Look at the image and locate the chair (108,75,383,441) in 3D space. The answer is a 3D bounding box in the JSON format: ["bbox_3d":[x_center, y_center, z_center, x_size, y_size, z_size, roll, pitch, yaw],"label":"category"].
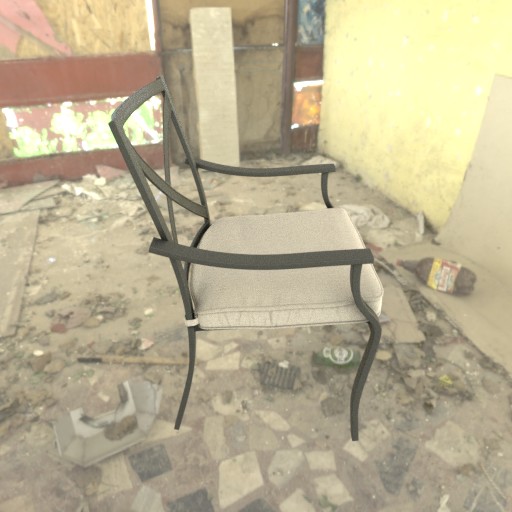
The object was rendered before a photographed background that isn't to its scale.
[{"bbox_3d":[0.000,0.000,1.262,0.620,0.889,0.575,0,32,0],"label":"chair"}]
